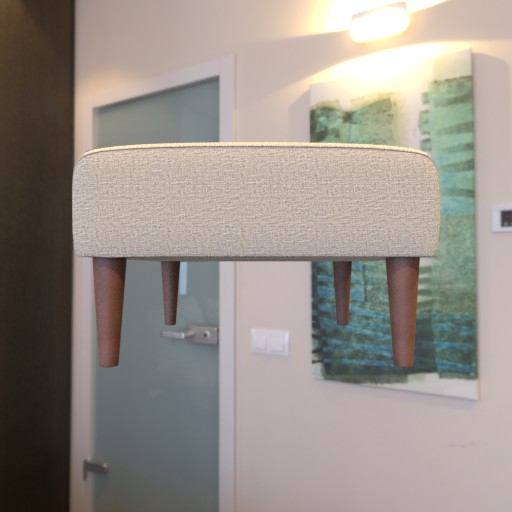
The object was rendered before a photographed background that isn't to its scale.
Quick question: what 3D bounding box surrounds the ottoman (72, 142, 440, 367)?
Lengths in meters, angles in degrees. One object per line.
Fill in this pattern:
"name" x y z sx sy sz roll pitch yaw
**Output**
"ottoman" 0.000 0.000 1.058 0.649 0.398 0.650 0 -1 0
